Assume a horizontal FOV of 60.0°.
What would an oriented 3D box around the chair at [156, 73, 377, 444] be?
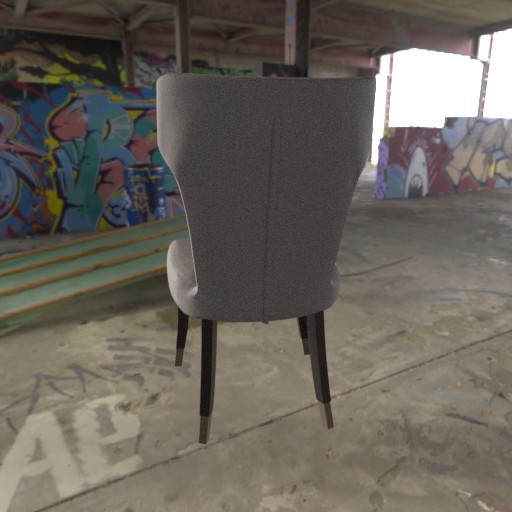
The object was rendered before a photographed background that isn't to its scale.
[{"bbox_3d":[0.000,0.000,1.307,0.526,0.950,0.630,-3,16,-10],"label":"chair"}]
